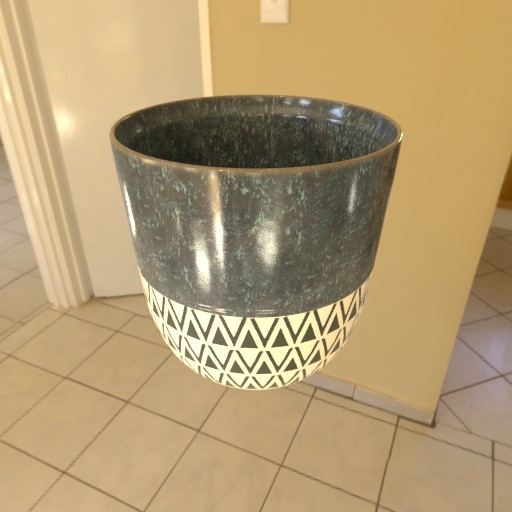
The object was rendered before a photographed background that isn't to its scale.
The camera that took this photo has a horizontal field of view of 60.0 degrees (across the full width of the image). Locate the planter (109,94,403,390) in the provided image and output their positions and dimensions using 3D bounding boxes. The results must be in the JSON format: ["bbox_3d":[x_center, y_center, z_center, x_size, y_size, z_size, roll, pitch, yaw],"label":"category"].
[{"bbox_3d":[0.000,0.000,0.359,0.195,0.214,0.195,0,31,0],"label":"planter"}]
